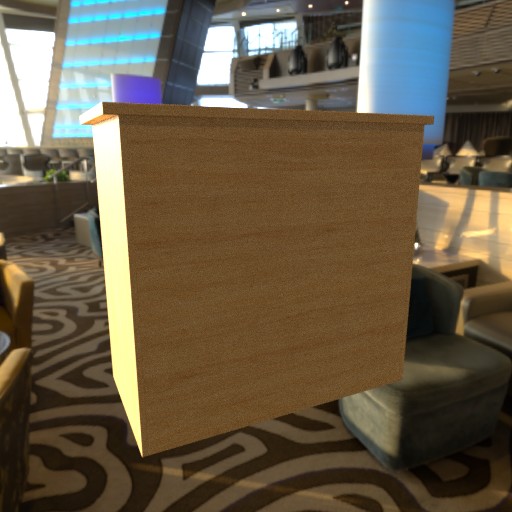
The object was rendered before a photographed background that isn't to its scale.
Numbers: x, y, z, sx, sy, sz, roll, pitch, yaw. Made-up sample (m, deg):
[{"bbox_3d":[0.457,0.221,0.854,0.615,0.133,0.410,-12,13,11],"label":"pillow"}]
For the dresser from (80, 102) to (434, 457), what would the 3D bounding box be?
[{"bbox_3d":[0.000,0.000,1.208,0.800,0.730,0.410,-7,15,-25],"label":"dresser"}]
